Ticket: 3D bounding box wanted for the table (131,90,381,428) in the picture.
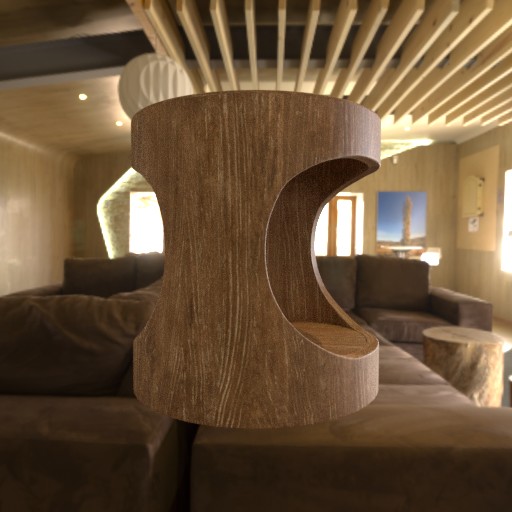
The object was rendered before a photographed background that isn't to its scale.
[{"bbox_3d":[0.000,0.000,0.980,0.527,0.551,0.527,0,2,0],"label":"table"}]
